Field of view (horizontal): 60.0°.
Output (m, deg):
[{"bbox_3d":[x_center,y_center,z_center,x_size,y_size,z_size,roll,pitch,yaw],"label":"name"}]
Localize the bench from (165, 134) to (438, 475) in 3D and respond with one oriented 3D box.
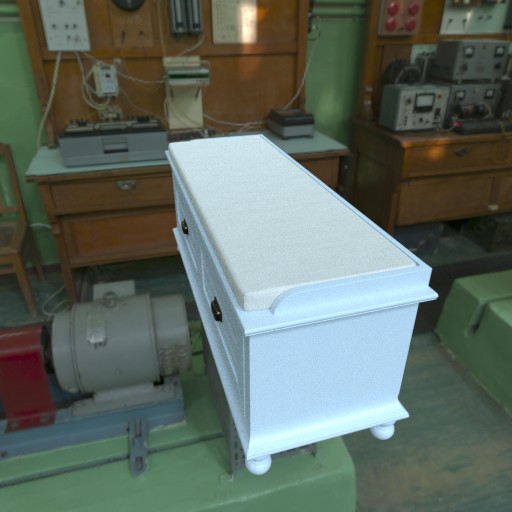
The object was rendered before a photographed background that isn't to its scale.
[{"bbox_3d":[0.000,0.000,1.423,0.402,0.486,1.185,-8,30,-15],"label":"bench"}]
